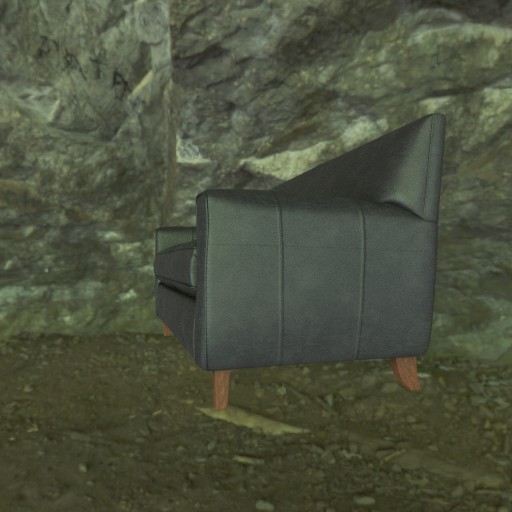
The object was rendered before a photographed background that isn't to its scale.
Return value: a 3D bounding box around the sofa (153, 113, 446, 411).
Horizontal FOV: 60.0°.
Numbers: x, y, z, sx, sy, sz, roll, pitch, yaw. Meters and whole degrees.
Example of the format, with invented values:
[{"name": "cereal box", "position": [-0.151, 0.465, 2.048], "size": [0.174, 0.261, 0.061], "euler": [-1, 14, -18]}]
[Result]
[{"name": "sofa", "position": [0.000, 0.000, 1.953], "size": [0.787, 0.871, 1.473], "euler": [0, -1, -18]}]
